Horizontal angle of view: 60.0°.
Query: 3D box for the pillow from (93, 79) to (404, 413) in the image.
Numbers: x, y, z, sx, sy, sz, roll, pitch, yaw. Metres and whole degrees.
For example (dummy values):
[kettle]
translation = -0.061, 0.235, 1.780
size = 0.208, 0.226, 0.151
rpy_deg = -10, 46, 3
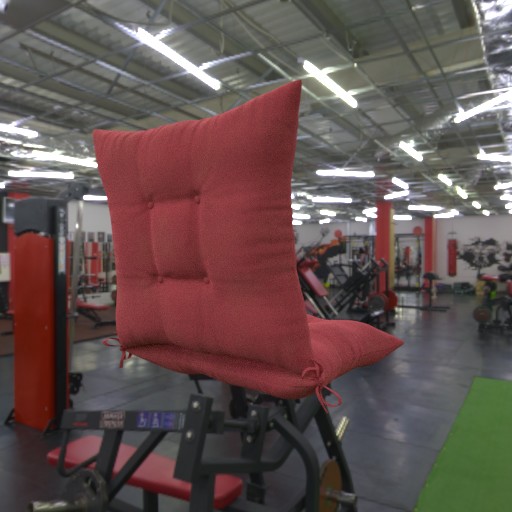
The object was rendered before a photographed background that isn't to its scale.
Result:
[pillow]
translation = 0.000, 0.000, 1.004
size = 0.541, 0.536, 0.585
rpy_deg = 0, 0, 35
